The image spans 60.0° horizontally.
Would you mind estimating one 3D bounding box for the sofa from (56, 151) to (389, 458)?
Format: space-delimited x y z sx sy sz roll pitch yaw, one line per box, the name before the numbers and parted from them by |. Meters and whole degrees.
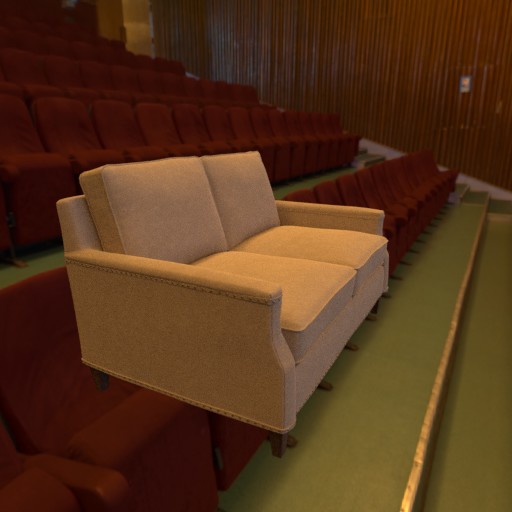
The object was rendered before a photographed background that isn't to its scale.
sofa | 0.000 0.000 2.297 1.084 1.002 1.597 9 18 27
